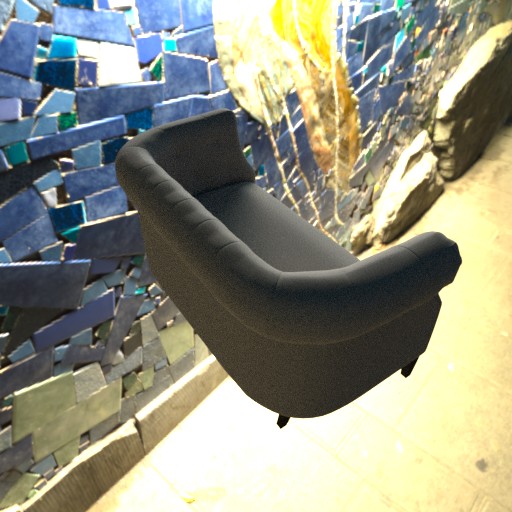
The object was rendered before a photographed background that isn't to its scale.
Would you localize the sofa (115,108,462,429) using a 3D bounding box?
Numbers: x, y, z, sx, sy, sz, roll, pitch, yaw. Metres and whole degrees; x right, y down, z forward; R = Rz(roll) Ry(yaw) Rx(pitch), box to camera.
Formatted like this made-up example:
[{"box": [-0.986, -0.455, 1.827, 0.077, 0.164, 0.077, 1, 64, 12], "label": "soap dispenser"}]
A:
[{"box": [0.000, 0.000, 2.027, 0.835, 0.827, 1.558, -23, 45, -26], "label": "sofa"}]
